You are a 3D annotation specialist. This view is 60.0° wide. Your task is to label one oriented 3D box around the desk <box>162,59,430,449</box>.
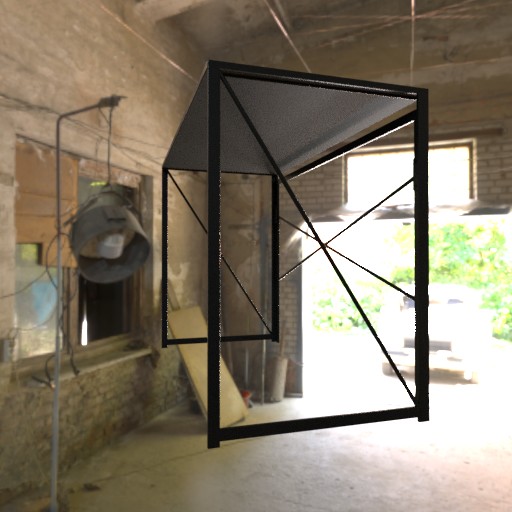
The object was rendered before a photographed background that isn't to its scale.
[{"bbox_3d":[0.000,0.000,1.409,0.505,0.747,1.015,0,-1,-17],"label":"desk"}]
